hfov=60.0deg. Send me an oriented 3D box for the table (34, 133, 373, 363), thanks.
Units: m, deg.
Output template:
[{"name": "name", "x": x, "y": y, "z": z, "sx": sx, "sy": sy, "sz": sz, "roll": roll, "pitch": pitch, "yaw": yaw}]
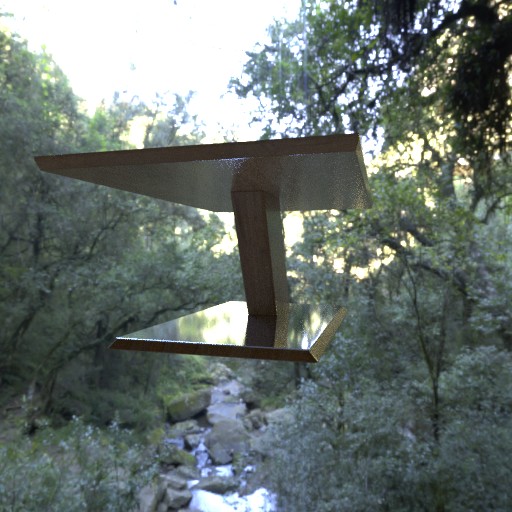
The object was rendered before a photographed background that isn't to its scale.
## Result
[{"name": "table", "x": 0.000, "y": 0.000, "z": 1.400, "sx": 0.692, "sy": 0.441, "sz": 1.100, "roll": 0, "pitch": 0, "yaw": 16}]
